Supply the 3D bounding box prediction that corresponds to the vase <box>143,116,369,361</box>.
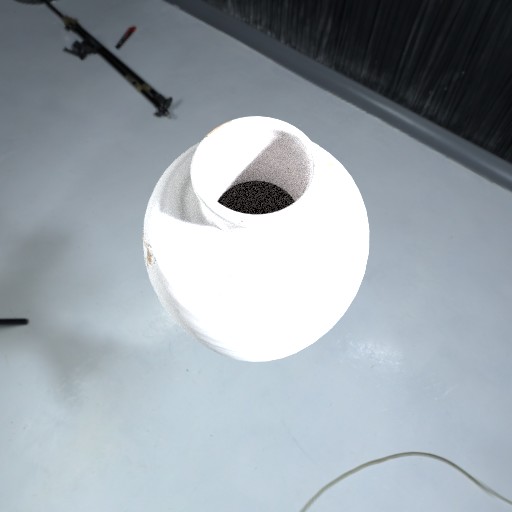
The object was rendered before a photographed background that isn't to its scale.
[{"bbox_3d":[0.000,0.000,0.341,0.158,0.228,0.158,0,64,0],"label":"vase"}]
